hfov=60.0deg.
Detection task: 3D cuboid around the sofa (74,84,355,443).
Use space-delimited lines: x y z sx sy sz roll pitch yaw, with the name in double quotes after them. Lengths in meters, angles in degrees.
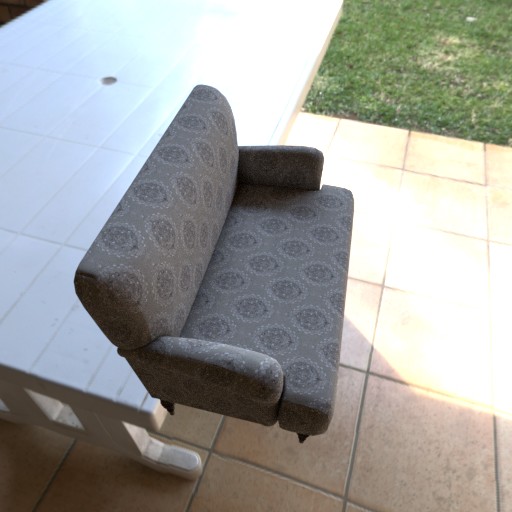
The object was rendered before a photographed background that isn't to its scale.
0.000 0.000 1.835 0.779 0.889 1.297 9 48 8 "sofa"
